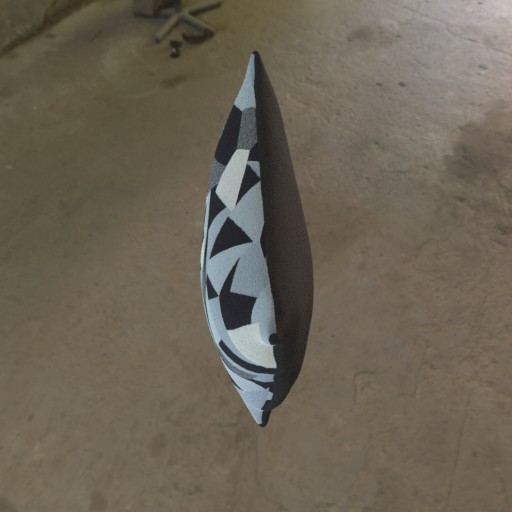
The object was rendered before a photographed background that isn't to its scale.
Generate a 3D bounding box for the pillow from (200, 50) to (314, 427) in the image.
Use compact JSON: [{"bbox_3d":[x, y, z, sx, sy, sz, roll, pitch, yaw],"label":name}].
[{"bbox_3d":[0.000,0.000,0.799,0.208,0.496,0.503,-2,59,-1],"label":"pillow"}]
